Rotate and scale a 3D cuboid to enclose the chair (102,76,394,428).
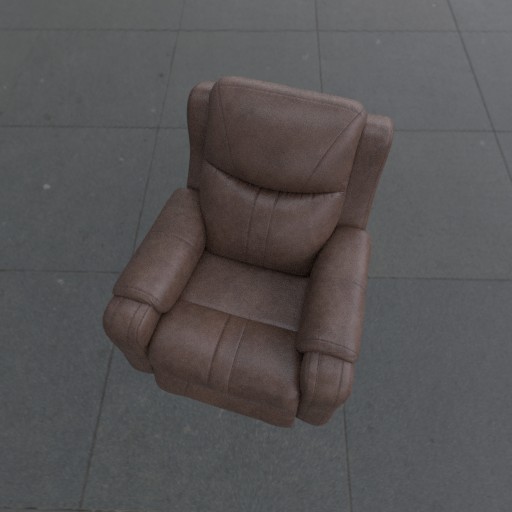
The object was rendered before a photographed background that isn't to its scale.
[{"bbox_3d":[0.000,0.000,1.793,0.940,0.990,1.067,14,60,9],"label":"chair"}]
